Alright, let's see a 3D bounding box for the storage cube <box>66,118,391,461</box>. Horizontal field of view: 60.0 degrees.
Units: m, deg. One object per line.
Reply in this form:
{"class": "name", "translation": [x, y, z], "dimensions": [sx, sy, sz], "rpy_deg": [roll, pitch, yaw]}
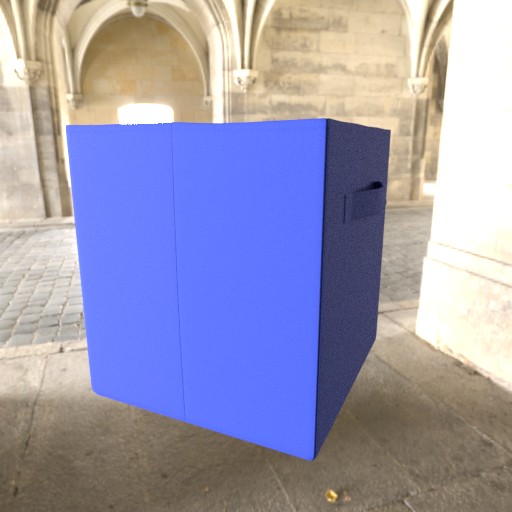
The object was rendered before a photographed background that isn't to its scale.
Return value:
{"class": "storage cube", "translation": [0.000, 0.000, 0.502], "dimensions": [0.270, 0.280, 0.270], "rpy_deg": [7, 15, 25]}
